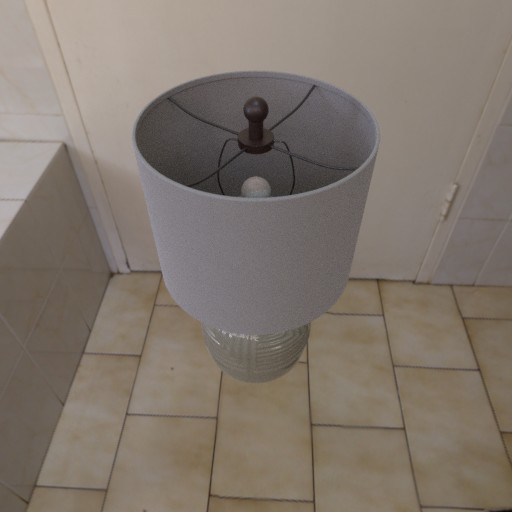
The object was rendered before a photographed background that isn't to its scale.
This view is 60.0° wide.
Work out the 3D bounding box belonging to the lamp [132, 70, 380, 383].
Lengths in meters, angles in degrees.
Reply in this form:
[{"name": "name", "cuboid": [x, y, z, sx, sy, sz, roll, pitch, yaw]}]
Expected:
[{"name": "lamp", "cuboid": [0.000, 0.000, 0.755, 0.318, 0.567, 0.318, 0, 46, 0]}]
